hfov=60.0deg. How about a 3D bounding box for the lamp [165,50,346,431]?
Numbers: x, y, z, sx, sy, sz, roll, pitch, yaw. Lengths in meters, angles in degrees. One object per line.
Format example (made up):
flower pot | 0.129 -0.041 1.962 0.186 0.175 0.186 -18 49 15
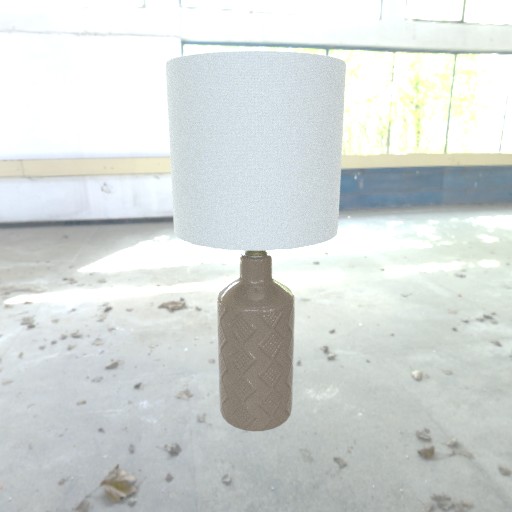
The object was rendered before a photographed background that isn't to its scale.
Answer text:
lamp | 0.000 0.000 0.579 0.207 0.461 0.207 -3 16 -10
